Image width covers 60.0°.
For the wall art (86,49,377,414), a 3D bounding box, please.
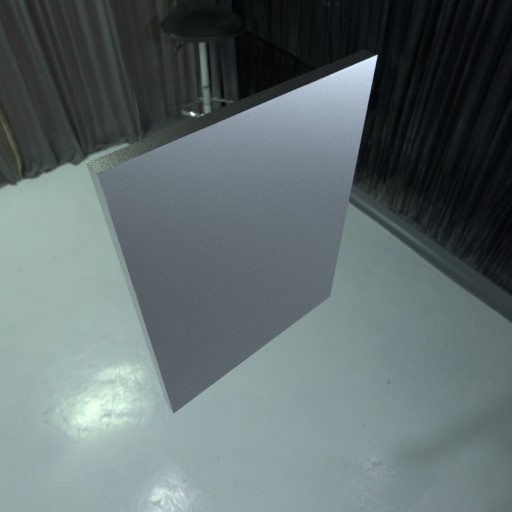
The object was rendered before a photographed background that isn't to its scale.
[{"bbox_3d":[0.000,0.000,0.761,0.444,0.569,0.025,-32,54,-26],"label":"wall art"}]
